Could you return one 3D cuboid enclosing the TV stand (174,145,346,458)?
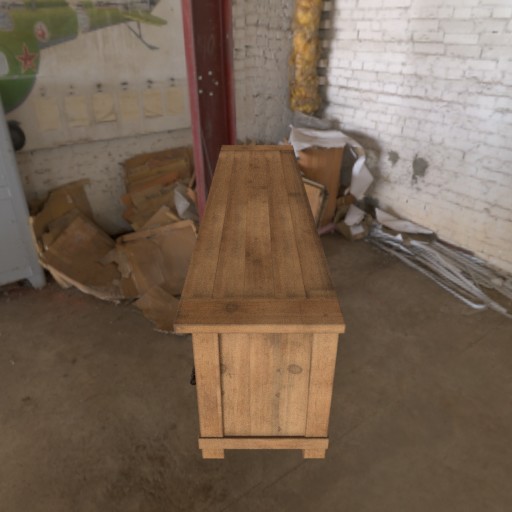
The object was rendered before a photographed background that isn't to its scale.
[{"bbox_3d":[0.000,0.000,2.041,0.453,0.573,1.804,0,28,0],"label":"TV stand"}]
